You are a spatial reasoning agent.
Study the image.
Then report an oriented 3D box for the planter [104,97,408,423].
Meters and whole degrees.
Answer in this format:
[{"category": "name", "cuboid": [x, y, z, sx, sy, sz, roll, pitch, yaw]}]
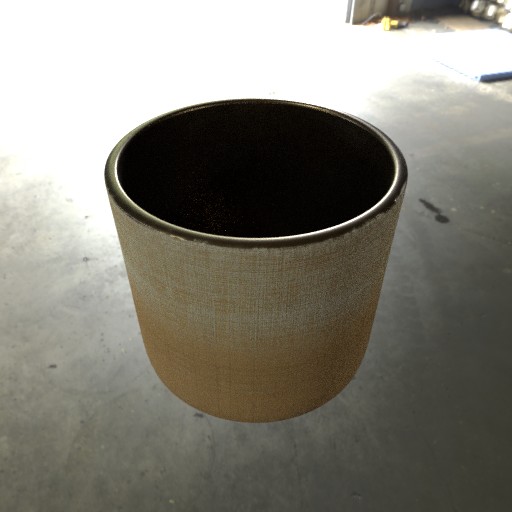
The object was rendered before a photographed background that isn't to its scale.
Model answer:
[{"category": "planter", "cuboid": [0.000, 0.000, 0.390, 0.221, 0.201, 0.221, 0, 41, 0]}]
